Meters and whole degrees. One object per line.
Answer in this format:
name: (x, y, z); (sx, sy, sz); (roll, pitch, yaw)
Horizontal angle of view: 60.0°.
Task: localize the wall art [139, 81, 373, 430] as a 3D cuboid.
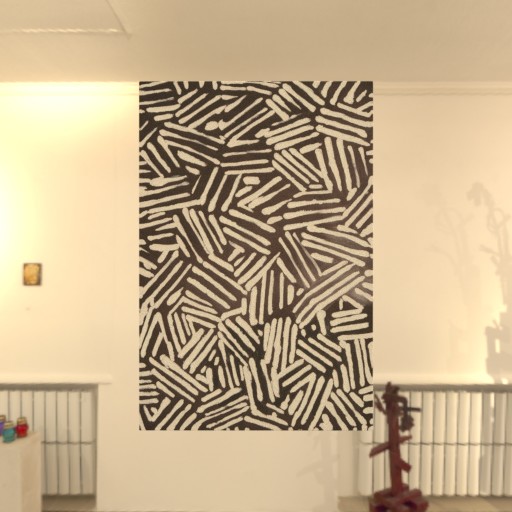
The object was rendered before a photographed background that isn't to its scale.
wall art: (0.000, 0.000, 1.179); (0.615, 0.918, 0.035); (0, 0, 0)
